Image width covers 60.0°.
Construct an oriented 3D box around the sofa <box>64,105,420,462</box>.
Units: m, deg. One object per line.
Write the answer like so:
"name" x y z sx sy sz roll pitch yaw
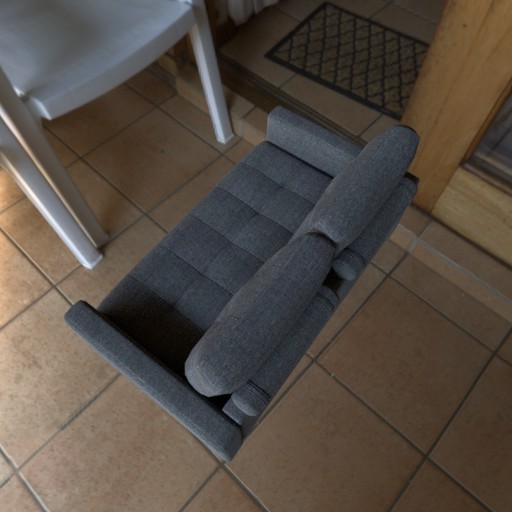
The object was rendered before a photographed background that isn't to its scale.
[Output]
"sofa" 0.000 0.000 1.909 0.842 0.907 1.407 33 66 17
